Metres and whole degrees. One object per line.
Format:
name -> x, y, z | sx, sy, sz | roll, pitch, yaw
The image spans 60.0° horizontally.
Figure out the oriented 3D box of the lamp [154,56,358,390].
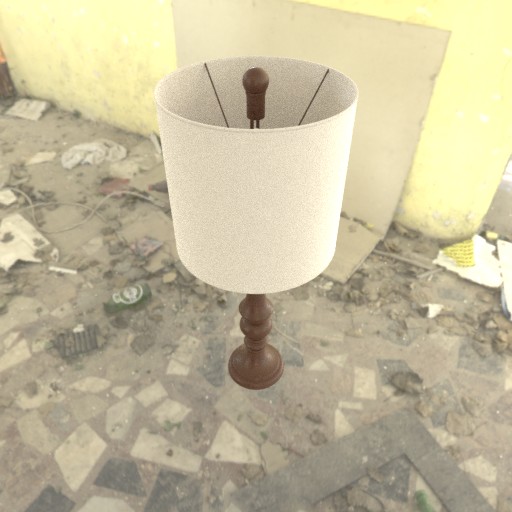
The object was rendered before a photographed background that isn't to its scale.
lamp -> 0.000, 0.000, 0.728 | 0.250, 0.597, 0.250 | -25, 46, -27
